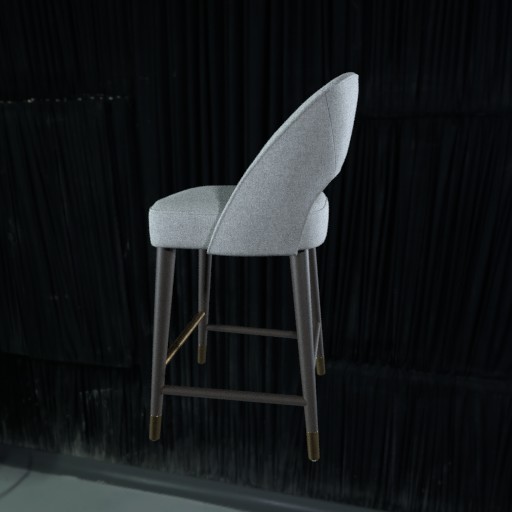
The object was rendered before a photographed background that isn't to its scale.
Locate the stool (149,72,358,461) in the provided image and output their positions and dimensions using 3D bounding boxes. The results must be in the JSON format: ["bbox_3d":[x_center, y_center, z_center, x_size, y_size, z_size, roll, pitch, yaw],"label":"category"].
[{"bbox_3d":[0.000,0.000,1.245,0.509,0.940,0.494,3,15,10],"label":"stool"}]
